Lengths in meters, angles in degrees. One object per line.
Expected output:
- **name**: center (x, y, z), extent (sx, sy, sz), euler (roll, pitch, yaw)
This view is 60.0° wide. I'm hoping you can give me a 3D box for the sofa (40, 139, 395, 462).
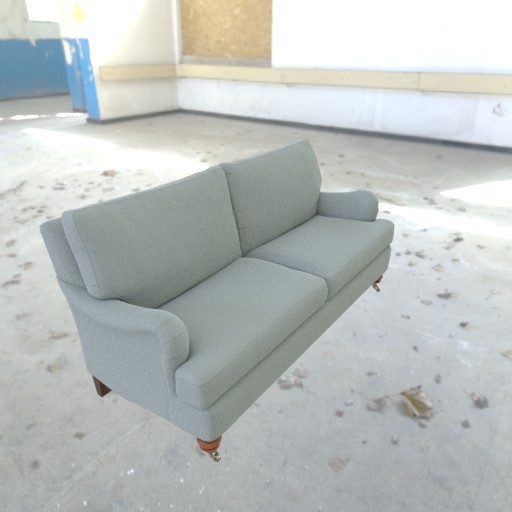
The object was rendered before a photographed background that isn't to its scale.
- **sofa**: center (0.000, 0.000, 2.801), extent (1.069, 1.096, 2.193), euler (18, 31, 32)
